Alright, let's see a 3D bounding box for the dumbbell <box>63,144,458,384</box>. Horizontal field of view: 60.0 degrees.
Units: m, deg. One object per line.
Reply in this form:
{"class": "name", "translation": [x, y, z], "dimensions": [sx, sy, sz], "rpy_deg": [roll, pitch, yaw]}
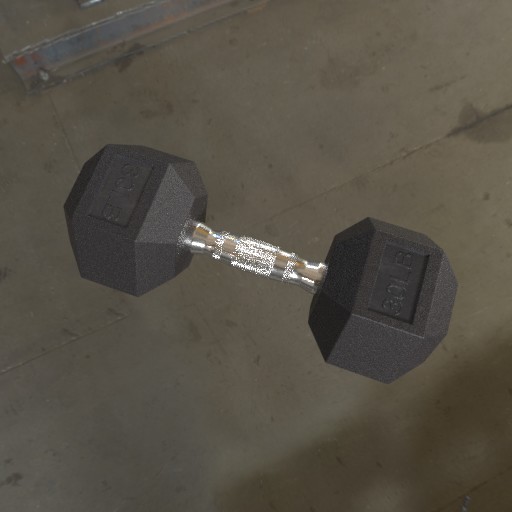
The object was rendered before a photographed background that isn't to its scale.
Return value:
{"class": "dumbbell", "translation": [0.000, 0.000, 0.409], "dimensions": [0.337, 0.123, 0.142], "rpy_deg": [18, 75, 5]}
